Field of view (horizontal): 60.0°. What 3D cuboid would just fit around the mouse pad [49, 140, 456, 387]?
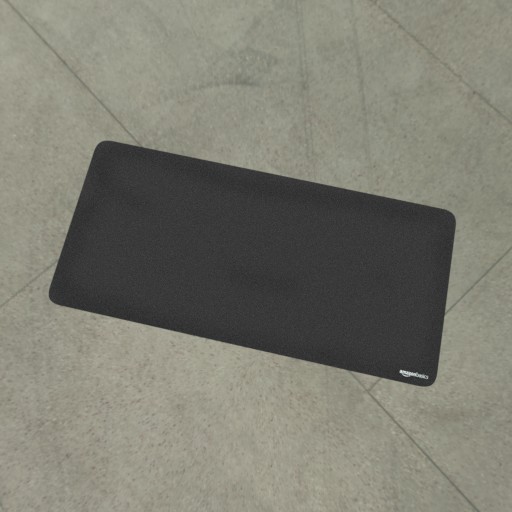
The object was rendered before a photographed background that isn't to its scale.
[{"bbox_3d":[0.000,0.000,1.050,0.907,0.003,0.424,12,78,3],"label":"mouse pad"}]
